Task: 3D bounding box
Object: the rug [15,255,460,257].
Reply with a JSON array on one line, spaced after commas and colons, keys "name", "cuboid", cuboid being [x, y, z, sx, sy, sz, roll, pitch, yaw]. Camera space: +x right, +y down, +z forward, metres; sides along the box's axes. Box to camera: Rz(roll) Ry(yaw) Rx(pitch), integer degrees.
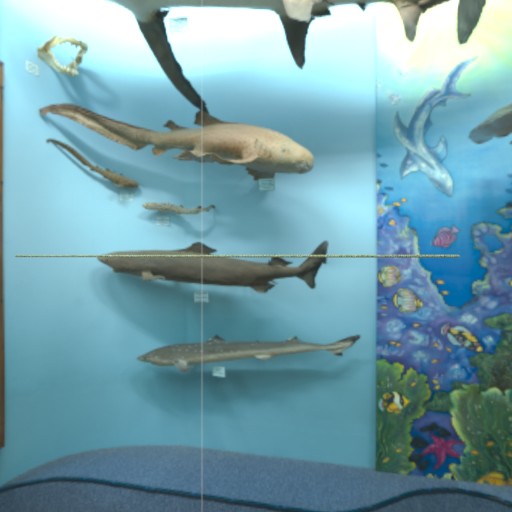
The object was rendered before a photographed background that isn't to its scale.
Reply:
[{"name": "rug", "cuboid": [0.000, 0.000, 4.133, 3.198, 0.016, 2.425, 0, 0, 18]}]
